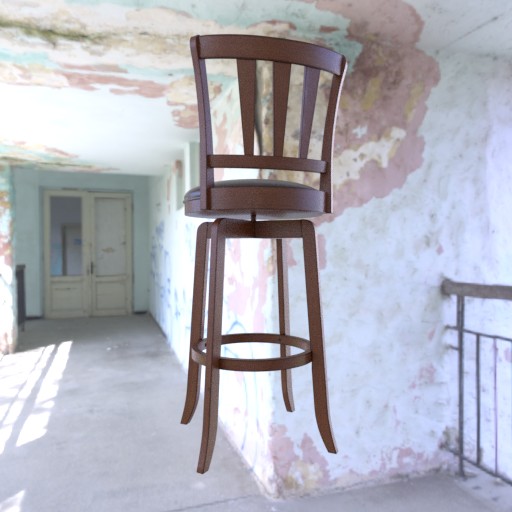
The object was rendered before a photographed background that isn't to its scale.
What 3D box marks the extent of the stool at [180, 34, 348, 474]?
[{"bbox_3d":[0.000,0.000,1.405,0.464,1.177,0.503,0,1,-17],"label":"stool"}]
